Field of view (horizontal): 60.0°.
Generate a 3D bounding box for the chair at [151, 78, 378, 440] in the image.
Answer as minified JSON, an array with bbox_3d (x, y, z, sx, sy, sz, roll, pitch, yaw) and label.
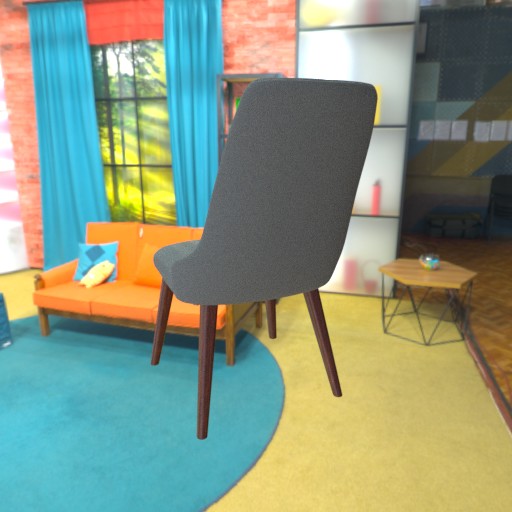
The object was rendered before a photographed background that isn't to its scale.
[{"bbox_3d":[0.000,0.000,1.325,0.535,0.918,0.707,-7,17,-25],"label":"chair"}]
